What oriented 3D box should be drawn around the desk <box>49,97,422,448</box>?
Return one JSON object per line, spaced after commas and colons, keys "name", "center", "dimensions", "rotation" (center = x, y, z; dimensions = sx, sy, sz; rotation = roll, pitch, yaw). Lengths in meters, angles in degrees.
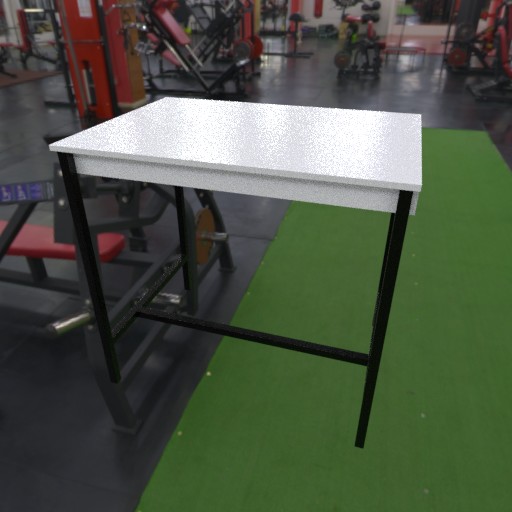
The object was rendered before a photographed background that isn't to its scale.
{"name": "desk", "center": [0.000, 0.000, 1.336], "dimensions": [0.811, 0.766, 0.573], "rotation": [9, 32, 15]}
